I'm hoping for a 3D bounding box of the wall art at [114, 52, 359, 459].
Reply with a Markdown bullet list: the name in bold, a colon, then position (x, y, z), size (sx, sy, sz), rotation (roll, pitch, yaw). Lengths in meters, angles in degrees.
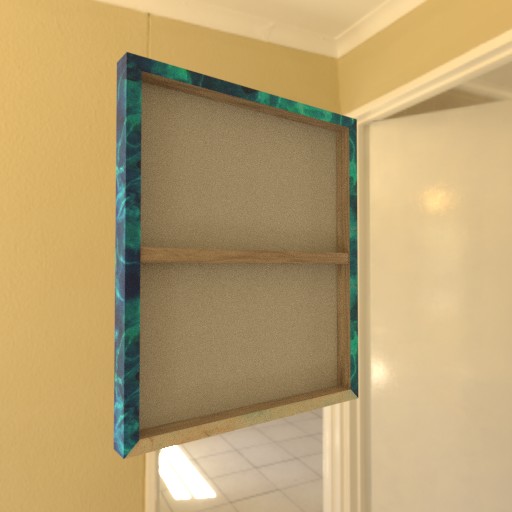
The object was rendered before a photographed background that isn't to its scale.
- **wall art**: position (0.000, 0.000, 0.695), size (0.432, 0.508, 0.038), rotation (1, -2, -36)
